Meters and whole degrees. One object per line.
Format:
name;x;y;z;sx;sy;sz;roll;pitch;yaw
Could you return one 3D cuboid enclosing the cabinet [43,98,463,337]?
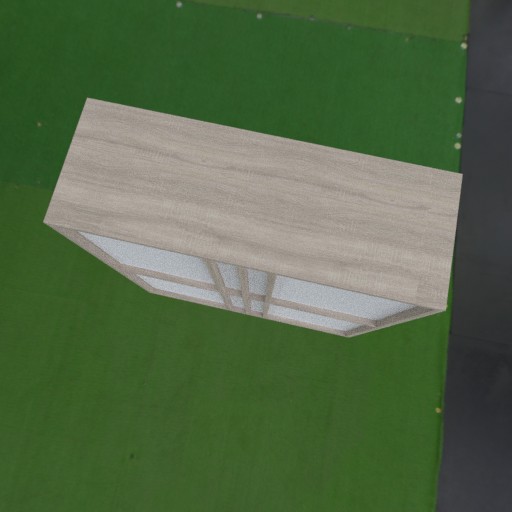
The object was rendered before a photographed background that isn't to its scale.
cabinet;0.000;0.000;1.910;1.111;1.388;0.398;12;77;3
